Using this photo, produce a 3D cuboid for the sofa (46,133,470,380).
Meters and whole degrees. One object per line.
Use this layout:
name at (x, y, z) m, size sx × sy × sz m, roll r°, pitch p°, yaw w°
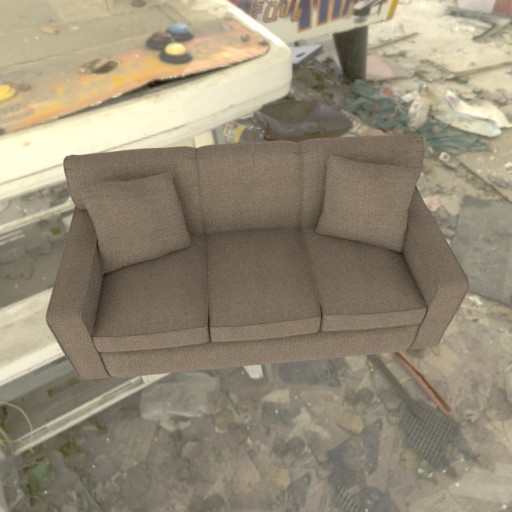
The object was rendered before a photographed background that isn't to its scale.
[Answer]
sofa at (0.000, 0.000, 2.492) m, size 2.024 × 0.958 × 0.997 m, roll -4°, pitch 47°, yaw -4°
